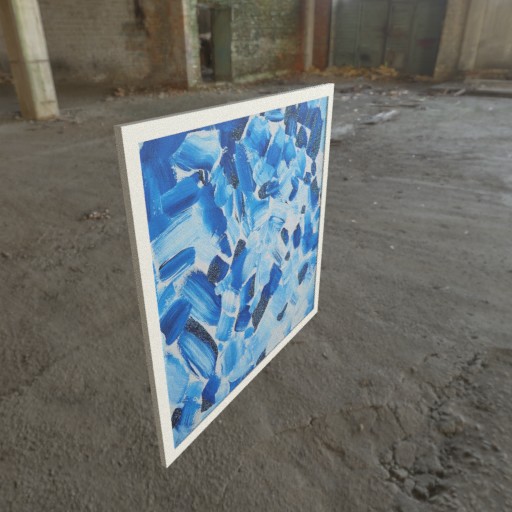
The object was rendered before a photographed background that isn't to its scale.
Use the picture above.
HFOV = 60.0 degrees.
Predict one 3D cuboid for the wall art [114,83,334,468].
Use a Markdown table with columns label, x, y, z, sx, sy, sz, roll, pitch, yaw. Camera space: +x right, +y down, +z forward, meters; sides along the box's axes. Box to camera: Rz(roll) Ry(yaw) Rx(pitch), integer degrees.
| label | x | y | z | sx | sy | sz | roll | pitch | yaw |
| --- | --- | --- | --- | --- | --- | --- | --- | --- | --- |
| wall art | 0.000 | 0.000 | 0.978 | 0.015 | 0.660 | 0.660 | 17 | 31 | 30 |
